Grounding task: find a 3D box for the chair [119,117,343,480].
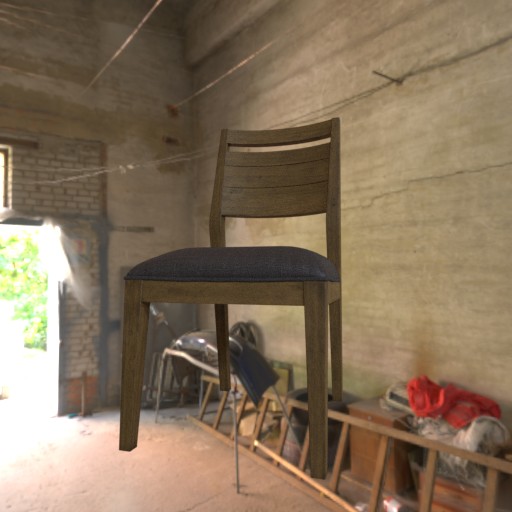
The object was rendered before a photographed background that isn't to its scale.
[{"bbox_3d":[0.000,0.000,1.286,0.501,0.939,0.610,-1,-2,18],"label":"chair"}]
